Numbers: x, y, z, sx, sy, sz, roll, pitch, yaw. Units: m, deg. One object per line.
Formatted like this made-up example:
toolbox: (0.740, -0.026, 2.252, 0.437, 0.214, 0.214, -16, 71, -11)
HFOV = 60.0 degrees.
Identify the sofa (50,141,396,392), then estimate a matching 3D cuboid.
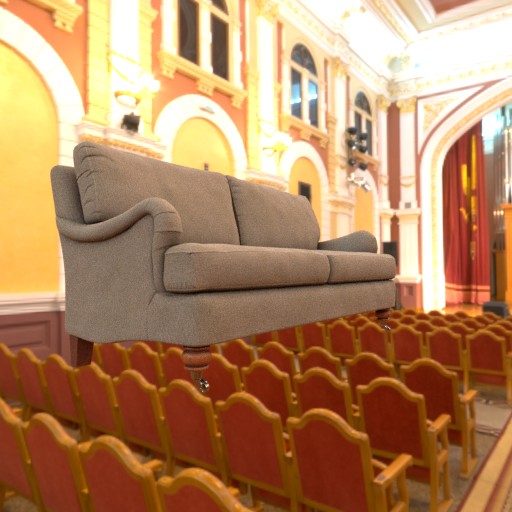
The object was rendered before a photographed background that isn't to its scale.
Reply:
sofa: (0.000, 0.000, 2.775, 1.069, 1.096, 2.193, -1, -2, 37)
